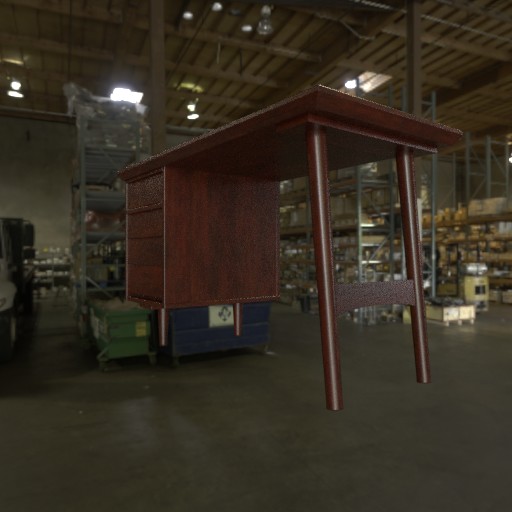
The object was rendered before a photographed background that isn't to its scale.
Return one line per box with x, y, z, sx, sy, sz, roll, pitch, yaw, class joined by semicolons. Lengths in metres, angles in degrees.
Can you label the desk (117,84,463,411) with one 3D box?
0.000;0.000;1.671;0.612;0.758;1.277;0;0;-37;desk
